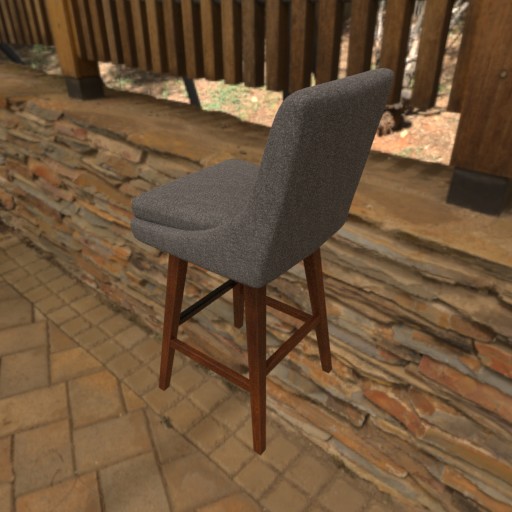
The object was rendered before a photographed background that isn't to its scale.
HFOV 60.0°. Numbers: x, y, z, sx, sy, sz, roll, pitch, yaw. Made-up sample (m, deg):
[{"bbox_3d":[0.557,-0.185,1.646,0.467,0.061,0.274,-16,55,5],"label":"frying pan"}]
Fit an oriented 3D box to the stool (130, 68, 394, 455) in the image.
[{"bbox_3d":[0.000,0.000,1.351,0.572,1.068,0.489,21,36,31],"label":"stool"}]
